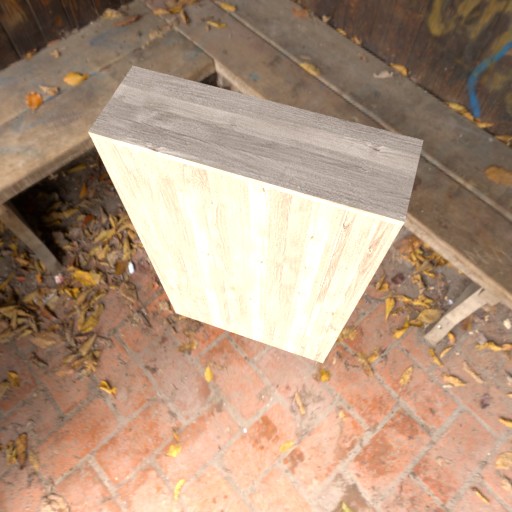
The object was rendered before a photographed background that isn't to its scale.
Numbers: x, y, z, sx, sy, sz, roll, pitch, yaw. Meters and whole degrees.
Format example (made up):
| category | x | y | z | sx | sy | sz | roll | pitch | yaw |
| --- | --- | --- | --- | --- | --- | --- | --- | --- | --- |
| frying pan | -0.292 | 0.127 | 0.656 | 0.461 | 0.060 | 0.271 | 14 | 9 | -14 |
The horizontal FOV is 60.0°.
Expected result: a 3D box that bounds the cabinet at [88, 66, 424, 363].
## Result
| category | x | y | z | sx | sy | sz | roll | pitch | yaw |
| --- | --- | --- | --- | --- | --- | --- | --- | --- | --- |
| cabinet | 0.000 | 0.000 | 1.613 | 0.750 | 1.280 | 0.250 | 17 | 65 | 8 |
